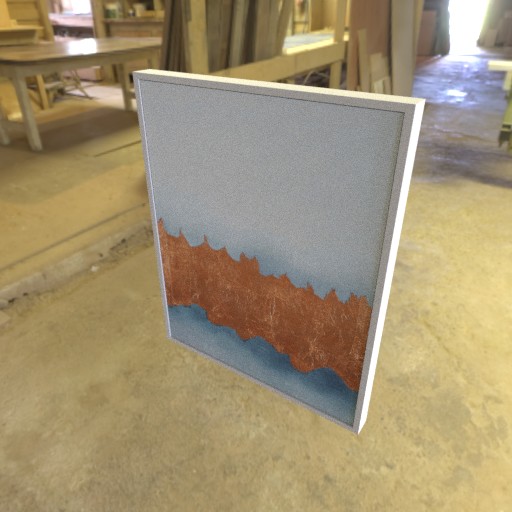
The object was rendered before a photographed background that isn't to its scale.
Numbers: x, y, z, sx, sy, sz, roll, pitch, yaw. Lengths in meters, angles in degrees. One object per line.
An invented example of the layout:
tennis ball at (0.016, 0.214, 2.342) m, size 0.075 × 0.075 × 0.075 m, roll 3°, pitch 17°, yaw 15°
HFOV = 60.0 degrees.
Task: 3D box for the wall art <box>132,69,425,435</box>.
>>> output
wall art at (0.000, 0.000, 0.752) m, size 0.451 × 0.553 × 0.039 m, roll 19°, pitch 35°, yaw 29°
